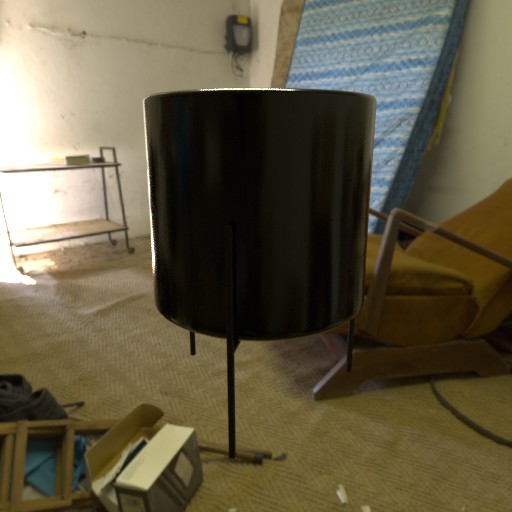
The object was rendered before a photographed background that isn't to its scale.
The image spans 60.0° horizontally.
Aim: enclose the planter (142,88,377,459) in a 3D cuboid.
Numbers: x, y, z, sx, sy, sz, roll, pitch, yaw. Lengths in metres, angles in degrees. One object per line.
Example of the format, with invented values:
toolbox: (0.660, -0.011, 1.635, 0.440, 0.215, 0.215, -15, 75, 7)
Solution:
planter: (0.000, 0.000, 0.641, 0.310, 0.432, 0.310, 8, 18, 26)
